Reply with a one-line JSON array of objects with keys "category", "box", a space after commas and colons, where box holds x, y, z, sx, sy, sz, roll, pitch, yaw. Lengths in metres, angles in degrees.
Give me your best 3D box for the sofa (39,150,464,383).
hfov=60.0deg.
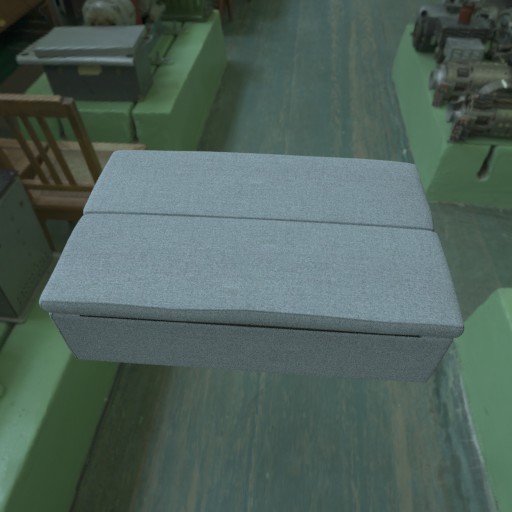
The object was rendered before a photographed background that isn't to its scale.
[{"category": "sofa", "box": [0.000, 0.000, 1.673, 1.250, 0.434, 0.817, 3, 47, 3]}]
